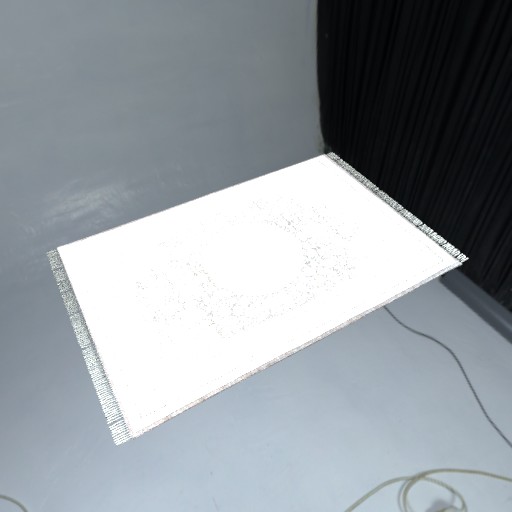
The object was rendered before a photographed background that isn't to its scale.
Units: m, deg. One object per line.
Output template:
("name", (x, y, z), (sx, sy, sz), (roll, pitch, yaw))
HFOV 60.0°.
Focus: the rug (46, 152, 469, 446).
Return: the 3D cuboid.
("rug", (0.000, 0.000, 3.000), (2.440, 0.010, 1.528), (-23, 50, -21))
